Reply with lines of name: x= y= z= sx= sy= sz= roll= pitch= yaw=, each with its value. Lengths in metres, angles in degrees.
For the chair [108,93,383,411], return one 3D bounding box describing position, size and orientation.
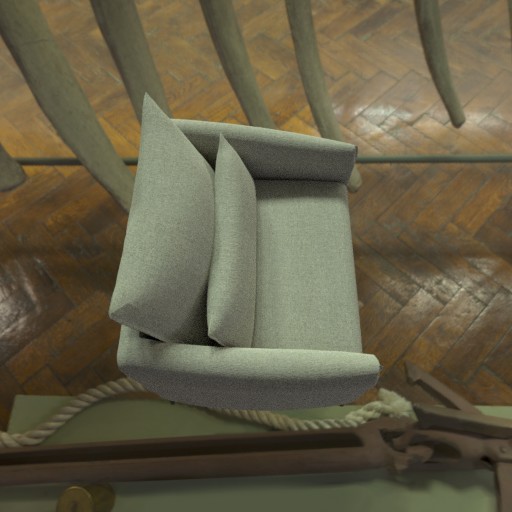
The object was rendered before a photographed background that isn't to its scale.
chair: x=0.000 y=0.000 z=1.650 sx=0.801 sy=0.856 sz=1.029 roll=1 pitch=64 yaw=0
